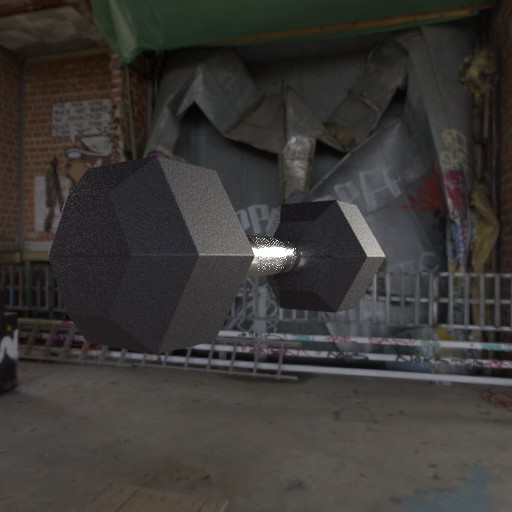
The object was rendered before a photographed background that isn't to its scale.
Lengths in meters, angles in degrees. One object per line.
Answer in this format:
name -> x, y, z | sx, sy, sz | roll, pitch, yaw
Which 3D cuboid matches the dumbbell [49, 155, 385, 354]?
dumbbell -> 0.000, 0.000, 0.345 | 0.116, 0.101, 0.297 | 0, 0, 35
